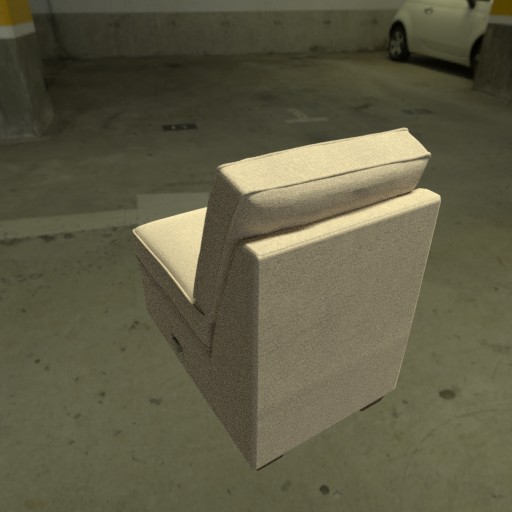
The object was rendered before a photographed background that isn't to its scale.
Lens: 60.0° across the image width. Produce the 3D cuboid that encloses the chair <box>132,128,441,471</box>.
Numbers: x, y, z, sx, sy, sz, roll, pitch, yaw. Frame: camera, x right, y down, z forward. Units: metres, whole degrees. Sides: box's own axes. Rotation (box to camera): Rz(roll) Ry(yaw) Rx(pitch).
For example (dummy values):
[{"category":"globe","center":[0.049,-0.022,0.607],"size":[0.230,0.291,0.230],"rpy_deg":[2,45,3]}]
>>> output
[{"category":"chair","center":[0.000,0.000,1.562],"size":[0.621,0.970,0.938],"rpy_deg":[-18,35,-27]}]
